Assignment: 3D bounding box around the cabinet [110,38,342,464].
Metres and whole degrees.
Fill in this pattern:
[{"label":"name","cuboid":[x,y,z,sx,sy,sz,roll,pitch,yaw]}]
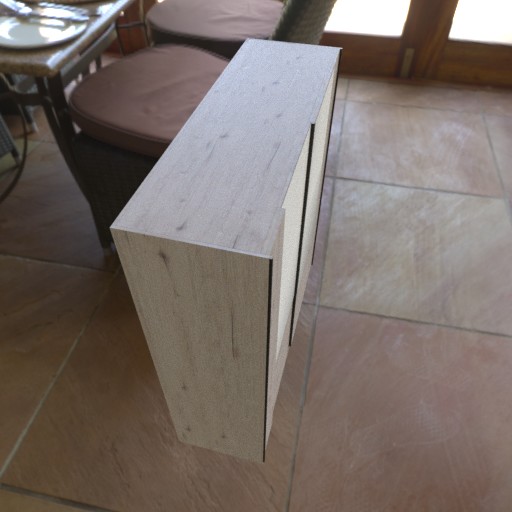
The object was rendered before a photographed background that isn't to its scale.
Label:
[{"label":"cabinet","cuboid":[0.000,0.000,3.145,0.660,2.180,2.000,11,47,10]}]
